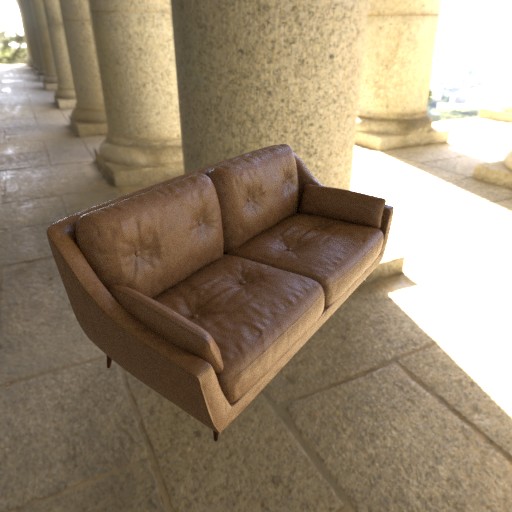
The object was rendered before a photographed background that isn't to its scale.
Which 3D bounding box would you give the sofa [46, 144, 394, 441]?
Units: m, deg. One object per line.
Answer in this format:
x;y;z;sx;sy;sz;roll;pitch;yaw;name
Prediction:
0.000;0.000;2.373;0.904;0.839;1.902;17;31;30;sofa
